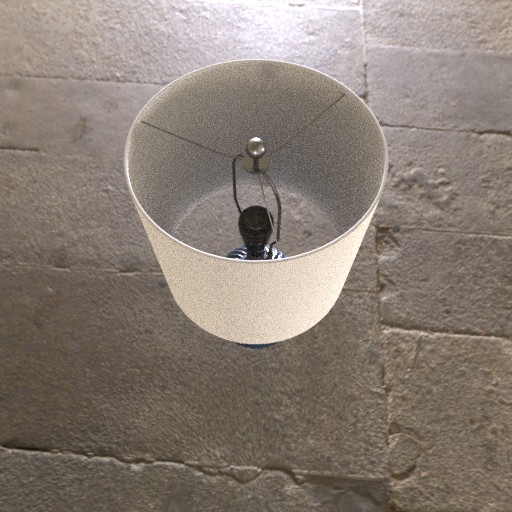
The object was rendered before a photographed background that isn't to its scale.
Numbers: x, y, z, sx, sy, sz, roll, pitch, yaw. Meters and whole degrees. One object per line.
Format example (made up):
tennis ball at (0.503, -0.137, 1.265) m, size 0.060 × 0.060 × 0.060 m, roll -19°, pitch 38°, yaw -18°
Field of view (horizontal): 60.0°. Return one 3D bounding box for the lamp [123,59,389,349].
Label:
lamp at (0.000, 0.000, 0.500) m, size 0.203 × 0.368 × 0.203 m, roll -37°, pitch 68°, yaw -18°
